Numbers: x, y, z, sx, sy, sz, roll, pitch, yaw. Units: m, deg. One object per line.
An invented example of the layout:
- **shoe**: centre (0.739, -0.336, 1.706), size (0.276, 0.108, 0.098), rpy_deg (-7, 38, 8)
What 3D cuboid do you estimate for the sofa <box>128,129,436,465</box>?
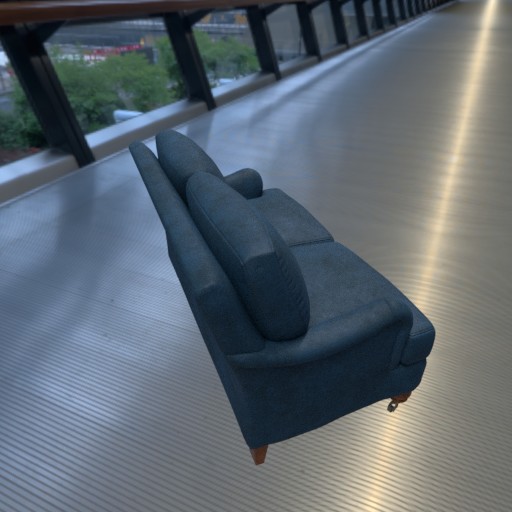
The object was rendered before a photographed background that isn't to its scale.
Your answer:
- **sofa**: centre (0.000, 0.000, 2.509), size (1.084, 1.101, 1.853), rpy_deg (-11, 32, -18)
